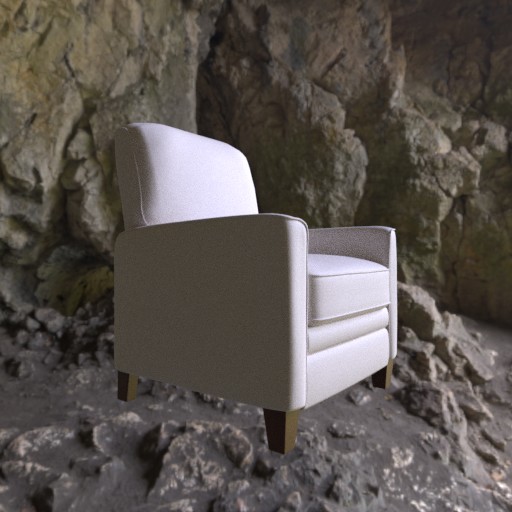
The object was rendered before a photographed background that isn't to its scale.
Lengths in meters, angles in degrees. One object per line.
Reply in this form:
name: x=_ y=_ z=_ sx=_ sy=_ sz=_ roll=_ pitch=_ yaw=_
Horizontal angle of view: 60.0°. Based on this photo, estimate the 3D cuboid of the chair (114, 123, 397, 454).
chair: x=0.000 y=0.000 z=1.673 sx=0.858 sy=1.028 sz=0.841 roll=0 pitch=1 yaw=37
